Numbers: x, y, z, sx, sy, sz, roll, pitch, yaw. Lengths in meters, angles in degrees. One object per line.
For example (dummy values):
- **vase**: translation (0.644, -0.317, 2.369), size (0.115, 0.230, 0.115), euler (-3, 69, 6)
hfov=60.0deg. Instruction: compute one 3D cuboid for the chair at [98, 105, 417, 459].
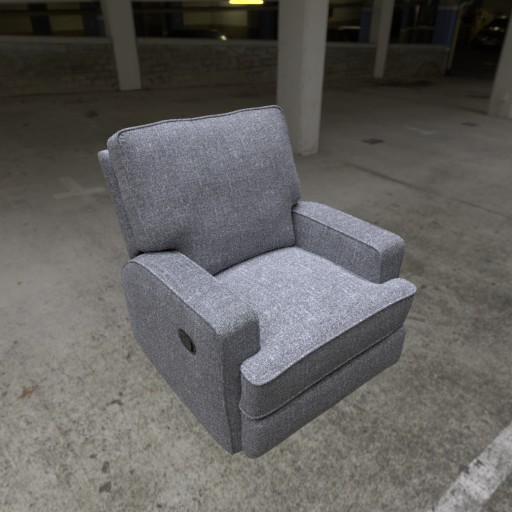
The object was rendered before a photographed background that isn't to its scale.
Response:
- **chair**: translation (0.000, 0.000, 1.684), size (0.861, 0.962, 0.964), euler (-22, 37, -32)
